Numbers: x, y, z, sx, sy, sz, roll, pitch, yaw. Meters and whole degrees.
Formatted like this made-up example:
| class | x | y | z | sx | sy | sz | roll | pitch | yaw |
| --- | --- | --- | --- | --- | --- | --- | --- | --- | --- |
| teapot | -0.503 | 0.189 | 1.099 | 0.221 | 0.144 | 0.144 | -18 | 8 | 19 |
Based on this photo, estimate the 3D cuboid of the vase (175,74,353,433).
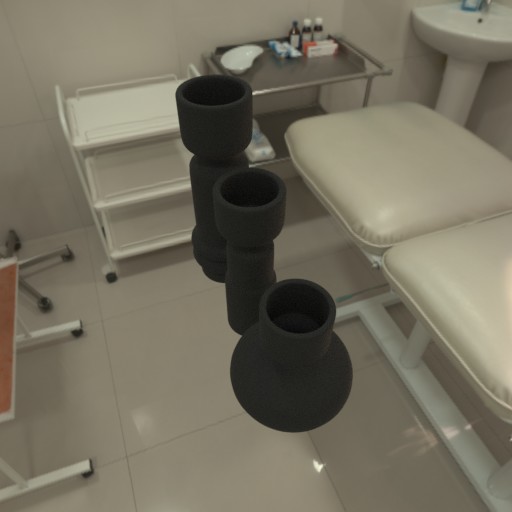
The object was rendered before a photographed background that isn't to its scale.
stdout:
| class | x | y | z | sx | sy | sz | roll | pitch | yaw |
| --- | --- | --- | --- | --- | --- | --- | --- | --- | --- |
| vase | 0.000 | 0.000 | 0.446 | 0.120 | 0.249 | 0.307 | -16 | 48 | -15 |
